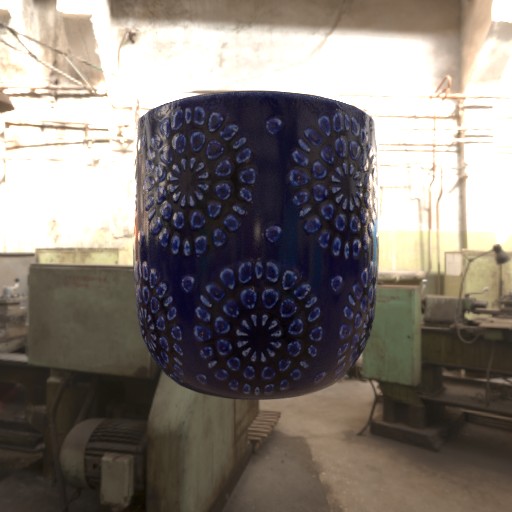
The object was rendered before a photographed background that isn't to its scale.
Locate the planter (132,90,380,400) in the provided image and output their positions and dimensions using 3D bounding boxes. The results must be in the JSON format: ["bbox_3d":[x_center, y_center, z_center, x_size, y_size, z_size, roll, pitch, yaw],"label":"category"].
[{"bbox_3d":[0.000,0.000,0.203,0.109,0.112,0.109,0,-1,0],"label":"planter"}]
